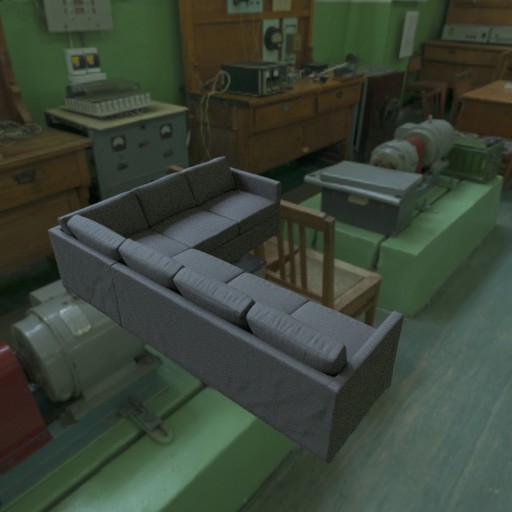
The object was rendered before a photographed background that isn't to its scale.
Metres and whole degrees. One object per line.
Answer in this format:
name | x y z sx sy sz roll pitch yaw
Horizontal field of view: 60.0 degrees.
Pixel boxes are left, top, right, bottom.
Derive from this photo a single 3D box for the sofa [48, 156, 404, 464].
sofa | 0.000 0.000 4.286 3.182 0.871 2.432 22 37 33
